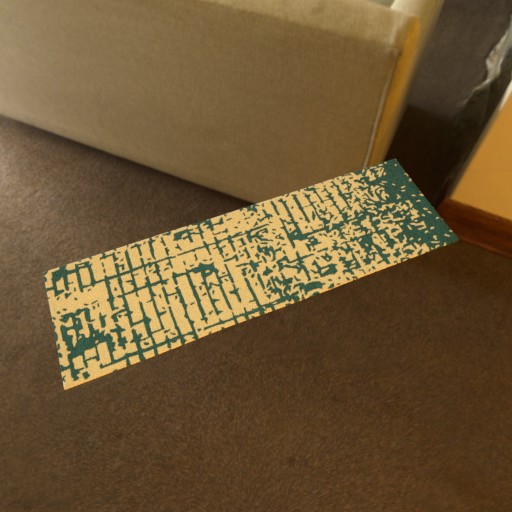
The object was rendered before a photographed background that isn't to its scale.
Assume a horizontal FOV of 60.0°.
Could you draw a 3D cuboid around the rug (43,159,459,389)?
[{"bbox_3d":[0.000,0.000,2.703,2.435,0.011,0.750,-19,60,-12],"label":"rug"}]
